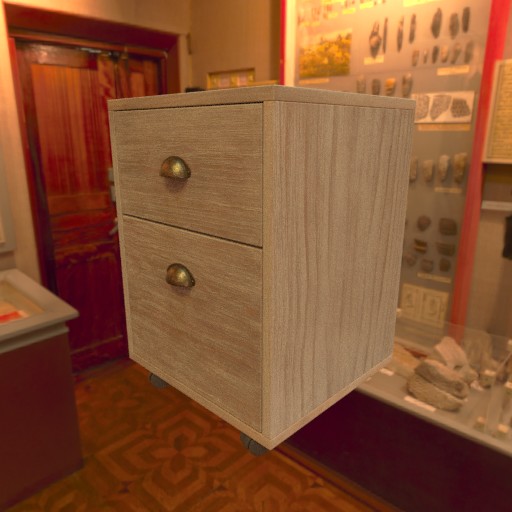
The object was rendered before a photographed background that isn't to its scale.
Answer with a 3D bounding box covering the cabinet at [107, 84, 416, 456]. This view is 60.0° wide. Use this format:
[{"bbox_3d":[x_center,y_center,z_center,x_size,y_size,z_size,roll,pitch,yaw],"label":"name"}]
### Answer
[{"bbox_3d":[0.000,0.000,0.869,0.409,0.579,0.401,15,22,42],"label":"cabinet"}]
